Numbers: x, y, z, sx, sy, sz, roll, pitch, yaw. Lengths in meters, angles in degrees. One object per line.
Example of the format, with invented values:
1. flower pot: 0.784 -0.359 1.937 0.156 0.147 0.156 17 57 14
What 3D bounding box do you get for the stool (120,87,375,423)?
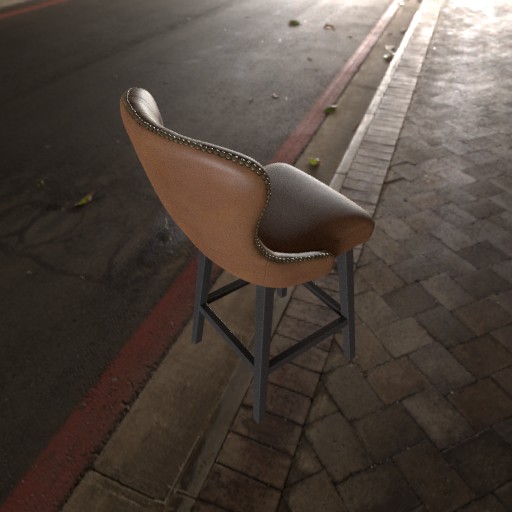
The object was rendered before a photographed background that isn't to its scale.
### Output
1. stool: 0.000 0.000 1.315 0.593 0.971 0.528 -25 46 -27
